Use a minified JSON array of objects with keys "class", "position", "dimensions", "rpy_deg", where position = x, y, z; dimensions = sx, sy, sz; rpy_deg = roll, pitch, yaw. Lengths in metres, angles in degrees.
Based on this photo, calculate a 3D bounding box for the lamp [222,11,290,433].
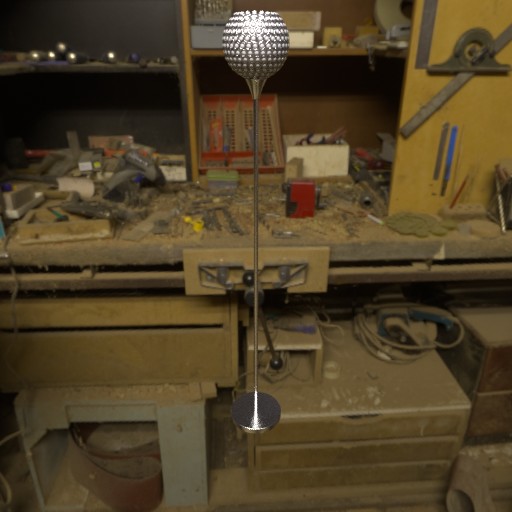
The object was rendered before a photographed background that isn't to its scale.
[{"class":"lamp","position":[0.000,0.000,1.869],"dimensions":[0.254,1.805,0.254],"rpy_deg":[0,26,0]}]
